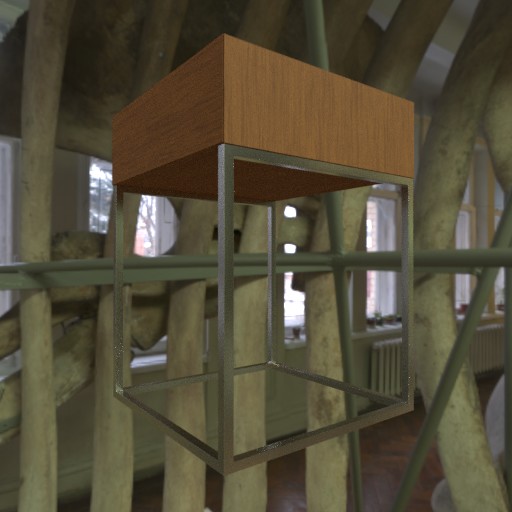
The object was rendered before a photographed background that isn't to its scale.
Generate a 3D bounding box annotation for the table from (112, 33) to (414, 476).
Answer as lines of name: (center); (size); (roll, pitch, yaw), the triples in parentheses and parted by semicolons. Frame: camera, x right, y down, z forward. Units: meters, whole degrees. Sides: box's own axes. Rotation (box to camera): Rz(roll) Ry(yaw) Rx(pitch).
table: (0.000, 0.000, 0.817); (0.398, 0.540, 0.397); (0, -1, -37)
